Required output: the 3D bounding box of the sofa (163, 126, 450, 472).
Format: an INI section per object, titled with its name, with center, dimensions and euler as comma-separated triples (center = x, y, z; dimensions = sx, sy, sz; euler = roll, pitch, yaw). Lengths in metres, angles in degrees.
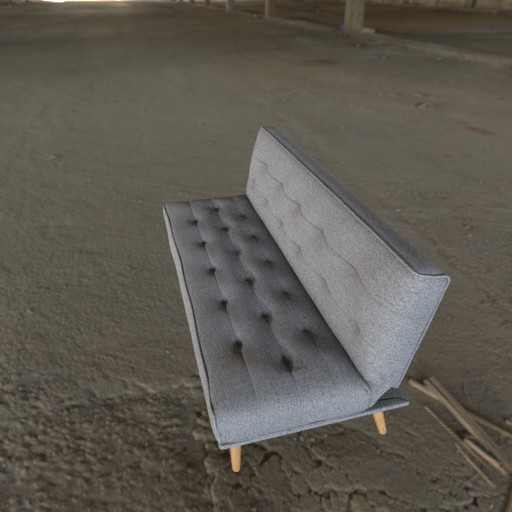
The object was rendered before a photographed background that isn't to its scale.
[sofa]
center = 0.000, 0.000, 2.273
dimensions = 0.810, 0.830, 1.820
euler = -8, 32, -13
